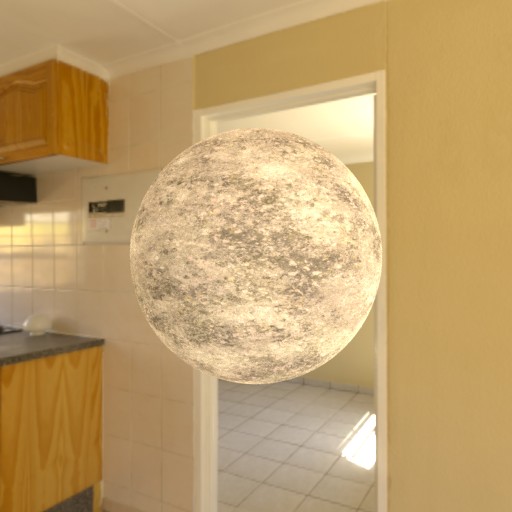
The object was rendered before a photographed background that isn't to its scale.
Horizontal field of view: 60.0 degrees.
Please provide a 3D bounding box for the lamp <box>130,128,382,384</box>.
[{"bbox_3d":[0.000,0.000,0.770,0.422,0.429,0.422,0,0,0],"label":"lamp"}]
